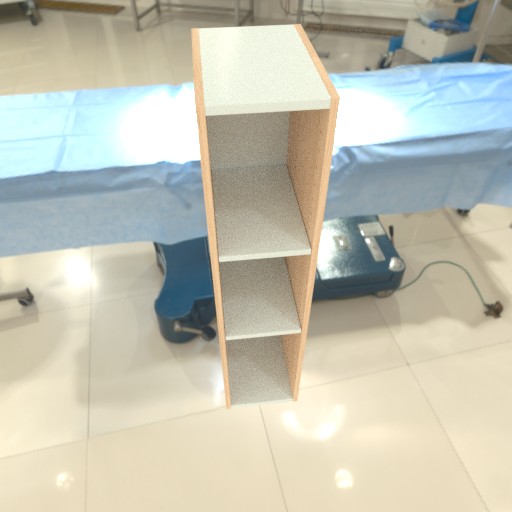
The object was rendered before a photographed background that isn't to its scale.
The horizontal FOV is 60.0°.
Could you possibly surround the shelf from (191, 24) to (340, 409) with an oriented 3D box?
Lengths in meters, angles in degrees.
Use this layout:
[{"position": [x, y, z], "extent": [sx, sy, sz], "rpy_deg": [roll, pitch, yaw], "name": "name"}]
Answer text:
[{"position": [0.000, 0.000, 1.007], "extent": [0.197, 0.882, 0.290], "rpy_deg": [-5, 46, -5], "name": "shelf"}]
